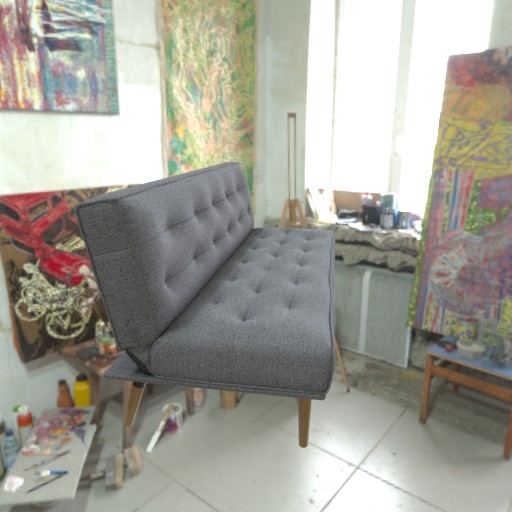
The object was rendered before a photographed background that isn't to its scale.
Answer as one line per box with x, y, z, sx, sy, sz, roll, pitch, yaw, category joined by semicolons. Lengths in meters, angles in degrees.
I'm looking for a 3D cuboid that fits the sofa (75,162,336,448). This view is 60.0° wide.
0.000;0.000;2.243;0.810;0.830;1.820;3;16;10;sofa
